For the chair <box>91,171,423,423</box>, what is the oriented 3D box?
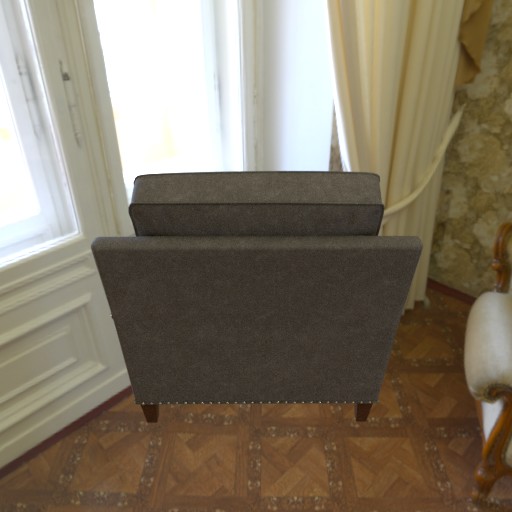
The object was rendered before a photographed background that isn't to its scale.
[{"bbox_3d":[0.000,0.000,1.712,0.853,0.948,1.014,0,31,0],"label":"chair"}]
